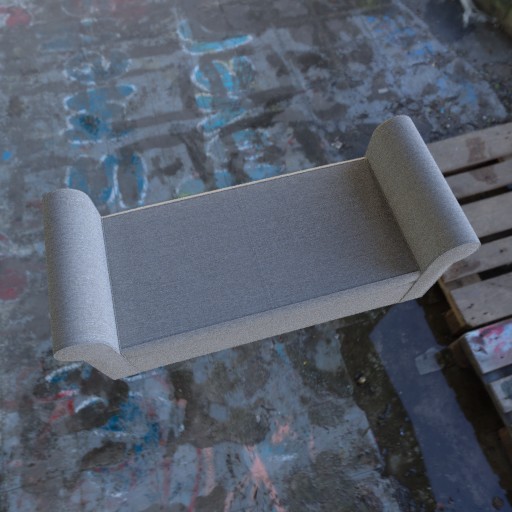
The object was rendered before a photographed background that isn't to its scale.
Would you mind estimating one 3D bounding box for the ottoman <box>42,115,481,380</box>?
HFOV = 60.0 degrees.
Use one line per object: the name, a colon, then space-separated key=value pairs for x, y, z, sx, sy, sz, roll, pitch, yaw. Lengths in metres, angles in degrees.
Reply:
ottoman: x=0.000 y=0.000 z=1.551 sx=1.256 sy=0.547 sz=0.521 roll=-14 pitch=65 yaw=-7
